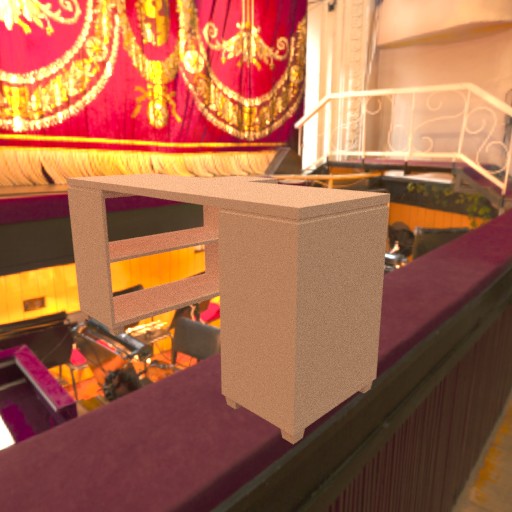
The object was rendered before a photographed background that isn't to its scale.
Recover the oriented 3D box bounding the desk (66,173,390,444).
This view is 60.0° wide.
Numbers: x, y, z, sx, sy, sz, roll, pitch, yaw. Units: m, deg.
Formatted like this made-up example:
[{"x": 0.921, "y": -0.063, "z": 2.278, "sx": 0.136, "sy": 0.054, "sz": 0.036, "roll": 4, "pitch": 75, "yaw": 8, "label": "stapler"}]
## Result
[{"x": 0.000, "y": 0.000, "z": 2.233, "sx": 1.524, "sy": 0.759, "sz": 1.199, "roll": 14, "pitch": 20, "yaw": 43, "label": "desk"}]
